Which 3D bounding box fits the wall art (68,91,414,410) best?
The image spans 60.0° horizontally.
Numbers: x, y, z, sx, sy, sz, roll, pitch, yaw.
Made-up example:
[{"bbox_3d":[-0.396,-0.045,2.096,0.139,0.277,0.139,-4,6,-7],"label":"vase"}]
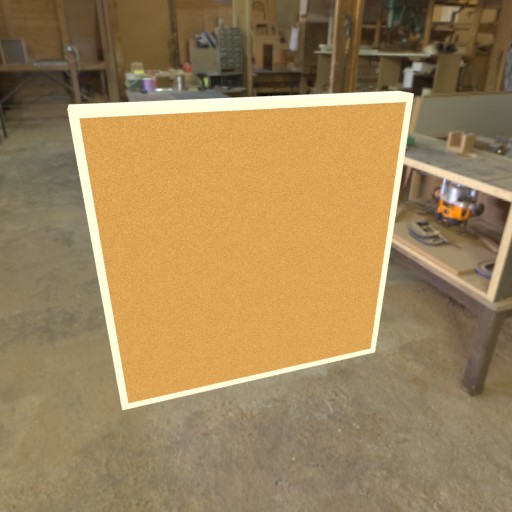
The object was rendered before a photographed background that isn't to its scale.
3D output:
[{"bbox_3d":[0.000,0.000,0.755,0.509,0.509,0.040,-8,28,-16],"label":"wall art"}]
